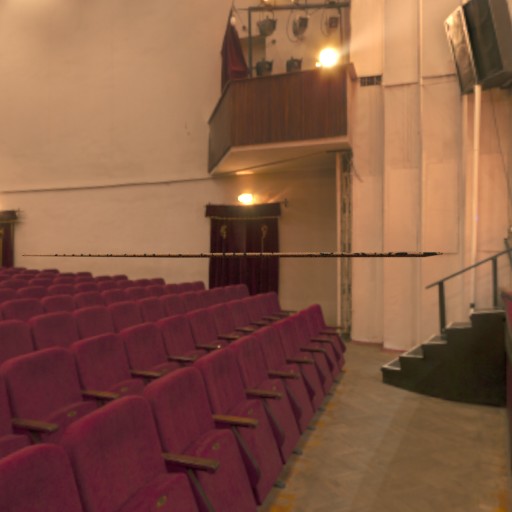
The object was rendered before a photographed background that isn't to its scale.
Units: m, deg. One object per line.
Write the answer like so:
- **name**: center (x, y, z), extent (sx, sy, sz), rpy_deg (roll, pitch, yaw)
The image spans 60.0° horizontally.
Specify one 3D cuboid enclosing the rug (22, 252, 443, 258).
- **rug**: center (0.000, 0.000, 4.094), extent (3.017, 0.014, 2.416), rpy_deg (0, -1, 19)
